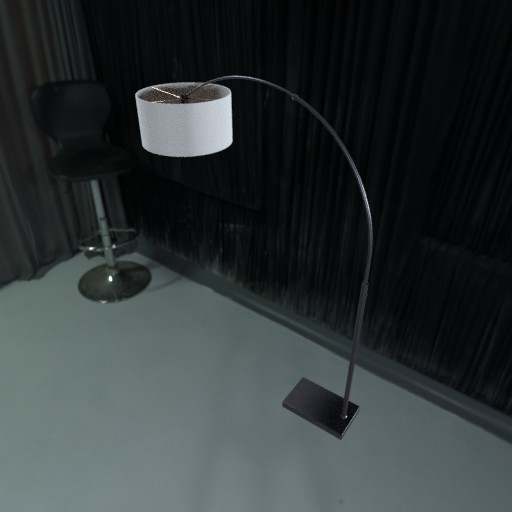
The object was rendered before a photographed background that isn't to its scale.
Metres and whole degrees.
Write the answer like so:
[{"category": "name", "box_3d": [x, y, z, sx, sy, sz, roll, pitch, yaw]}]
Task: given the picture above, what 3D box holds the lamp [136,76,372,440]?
[{"category": "lamp", "box_3d": [0.000, 0.000, 2.541, 1.424, 1.927, 0.493, 21, 38, 30]}]
